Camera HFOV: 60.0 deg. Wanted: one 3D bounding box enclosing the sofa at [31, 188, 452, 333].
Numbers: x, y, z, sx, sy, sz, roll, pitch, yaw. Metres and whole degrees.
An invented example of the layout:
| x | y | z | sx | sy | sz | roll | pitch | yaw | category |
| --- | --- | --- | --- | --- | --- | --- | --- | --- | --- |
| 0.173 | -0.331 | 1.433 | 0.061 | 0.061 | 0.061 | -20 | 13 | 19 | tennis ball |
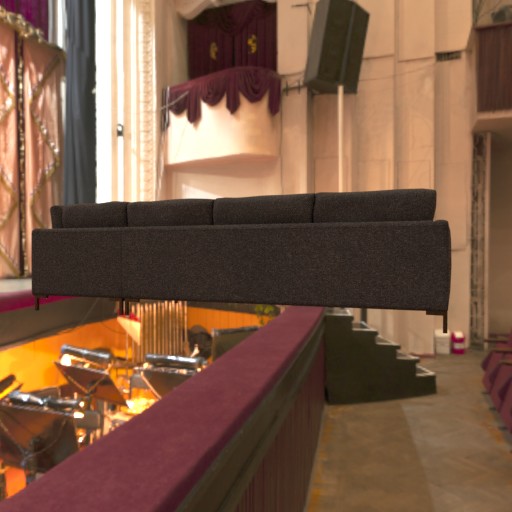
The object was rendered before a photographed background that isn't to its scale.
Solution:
| x | y | z | sx | sy | sz | roll | pitch | yaw | category |
| --- | --- | --- | --- | --- | --- | --- | --- | --- | --- |
| 0.000 | 0.000 | 3.796 | 2.949 | 0.815 | 2.007 | 0 | 1 | 19 | sofa |
